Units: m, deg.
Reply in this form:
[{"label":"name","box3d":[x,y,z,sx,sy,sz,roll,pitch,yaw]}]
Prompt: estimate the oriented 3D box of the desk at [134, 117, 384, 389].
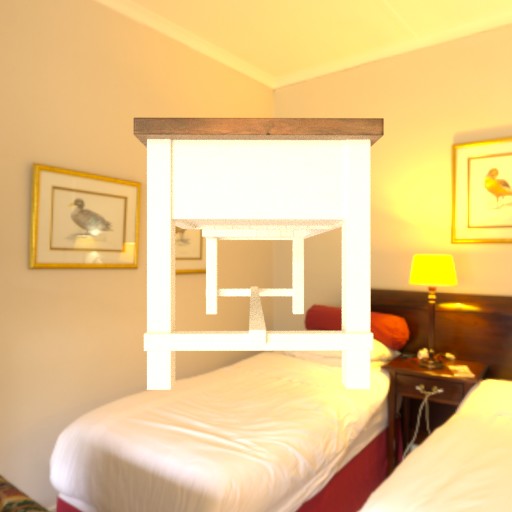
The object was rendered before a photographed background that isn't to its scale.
[{"label":"desk","box3d":[0.000,0.000,2.122,0.688,0.762,1.803,0,0,-1]}]
